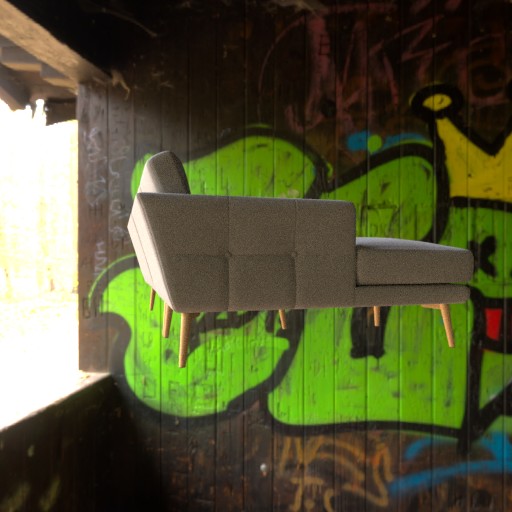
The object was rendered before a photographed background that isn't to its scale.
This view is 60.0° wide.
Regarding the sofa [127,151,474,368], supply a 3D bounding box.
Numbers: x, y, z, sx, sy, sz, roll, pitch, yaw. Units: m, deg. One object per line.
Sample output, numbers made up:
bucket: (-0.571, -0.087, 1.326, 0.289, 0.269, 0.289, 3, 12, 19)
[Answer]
sofa: (0.000, 0.000, 2.796, 1.530, 0.860, 2.040, 0, 0, -17)
